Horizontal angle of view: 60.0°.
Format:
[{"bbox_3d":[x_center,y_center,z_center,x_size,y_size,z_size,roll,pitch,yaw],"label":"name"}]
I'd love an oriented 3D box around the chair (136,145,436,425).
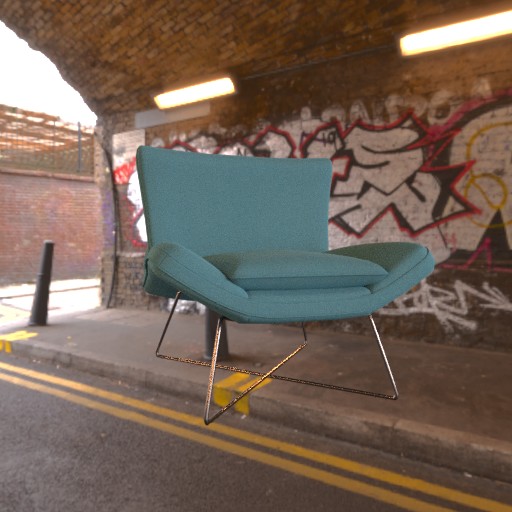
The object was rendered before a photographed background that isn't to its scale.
[{"bbox_3d":[0.000,0.000,1.669,0.859,0.855,1.008,-1,2,-19],"label":"chair"}]
